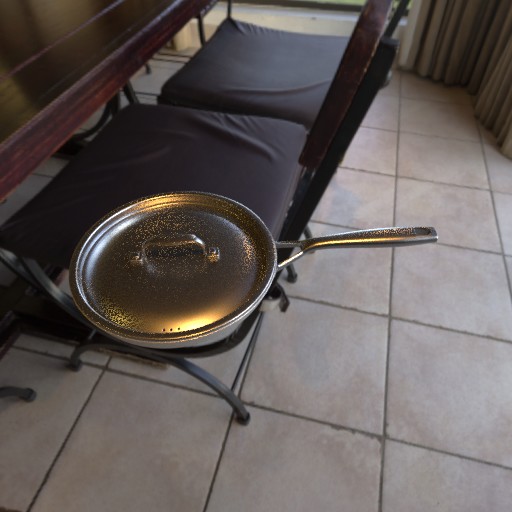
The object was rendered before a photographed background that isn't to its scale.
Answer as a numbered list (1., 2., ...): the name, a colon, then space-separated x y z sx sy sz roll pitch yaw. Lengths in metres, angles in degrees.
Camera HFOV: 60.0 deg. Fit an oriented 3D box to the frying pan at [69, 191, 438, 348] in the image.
1. frying pan: 0.000 0.000 0.605 0.490 0.086 0.272 -3 46 -3
